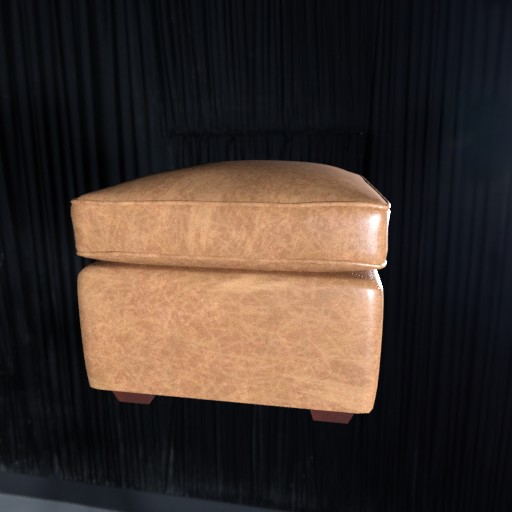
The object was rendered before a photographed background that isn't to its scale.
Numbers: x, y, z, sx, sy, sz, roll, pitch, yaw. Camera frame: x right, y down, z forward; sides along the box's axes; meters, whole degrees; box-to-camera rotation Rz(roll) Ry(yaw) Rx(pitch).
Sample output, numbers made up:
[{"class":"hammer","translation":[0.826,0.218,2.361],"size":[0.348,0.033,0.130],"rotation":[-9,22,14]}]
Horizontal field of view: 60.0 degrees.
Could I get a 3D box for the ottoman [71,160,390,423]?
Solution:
[{"class":"ottoman","translation":[0.000,0.000,1.111],"size":[0.554,0.468,0.756],"rotation":[2,14,9]}]
